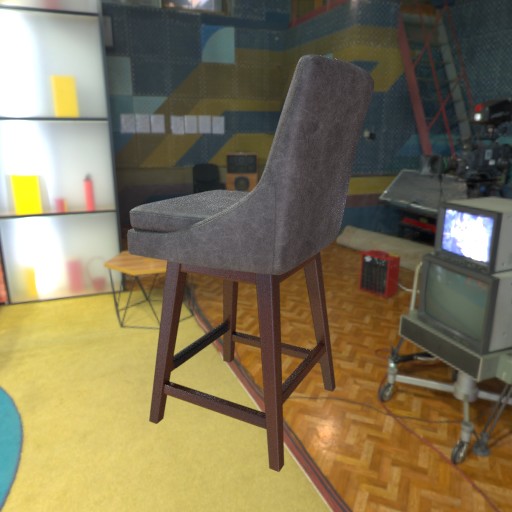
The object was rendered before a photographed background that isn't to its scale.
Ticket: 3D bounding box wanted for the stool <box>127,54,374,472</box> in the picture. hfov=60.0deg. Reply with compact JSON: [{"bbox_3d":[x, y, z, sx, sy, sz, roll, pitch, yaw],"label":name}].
[{"bbox_3d":[0.000,0.000,1.352,0.587,1.046,0.492,8,18,27],"label":"stool"}]
